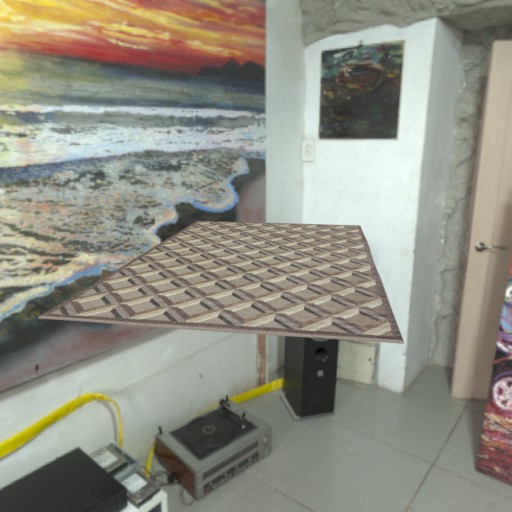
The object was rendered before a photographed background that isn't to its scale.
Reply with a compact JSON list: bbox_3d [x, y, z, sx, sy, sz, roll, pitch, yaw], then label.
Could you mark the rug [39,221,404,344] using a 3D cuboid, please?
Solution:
[{"bbox_3d":[0.000,0.000,2.052,1.066,0.011,1.677,2,15,9],"label":"rug"}]
